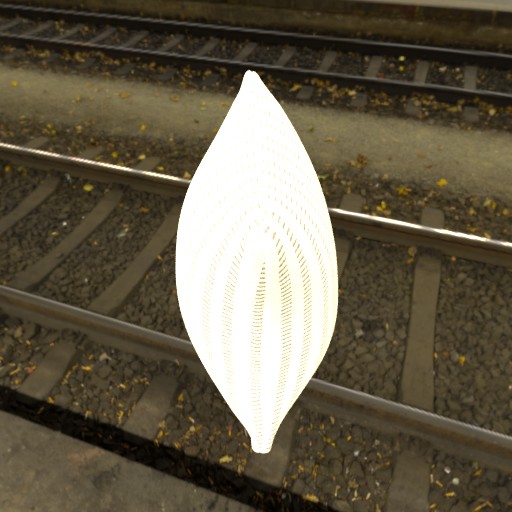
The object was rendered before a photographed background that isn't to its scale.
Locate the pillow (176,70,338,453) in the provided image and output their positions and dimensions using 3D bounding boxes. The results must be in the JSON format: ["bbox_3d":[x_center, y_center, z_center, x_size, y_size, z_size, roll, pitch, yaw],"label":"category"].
[{"bbox_3d":[0.000,0.000,0.688,0.247,0.419,0.438,-1,42,-1],"label":"pillow"}]
